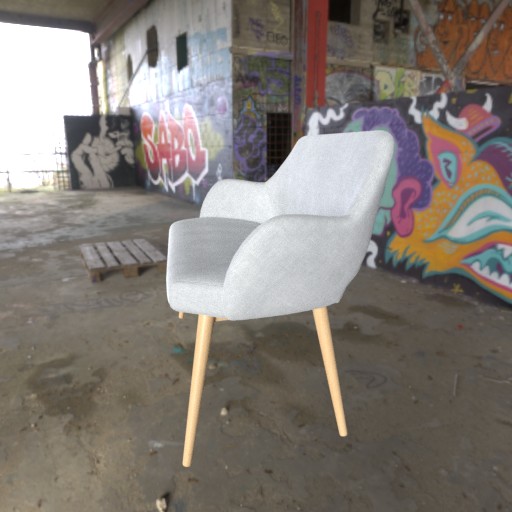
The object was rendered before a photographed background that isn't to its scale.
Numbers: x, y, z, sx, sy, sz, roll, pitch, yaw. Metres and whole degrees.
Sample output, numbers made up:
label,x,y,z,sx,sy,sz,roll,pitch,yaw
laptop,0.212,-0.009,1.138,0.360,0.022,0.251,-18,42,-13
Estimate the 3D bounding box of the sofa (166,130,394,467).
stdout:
label,x,y,z,sx,sy,sz,roll,pitch,yaw
sofa,0.000,0.000,1.572,0.610,0.840,1.150,-2,14,-10
